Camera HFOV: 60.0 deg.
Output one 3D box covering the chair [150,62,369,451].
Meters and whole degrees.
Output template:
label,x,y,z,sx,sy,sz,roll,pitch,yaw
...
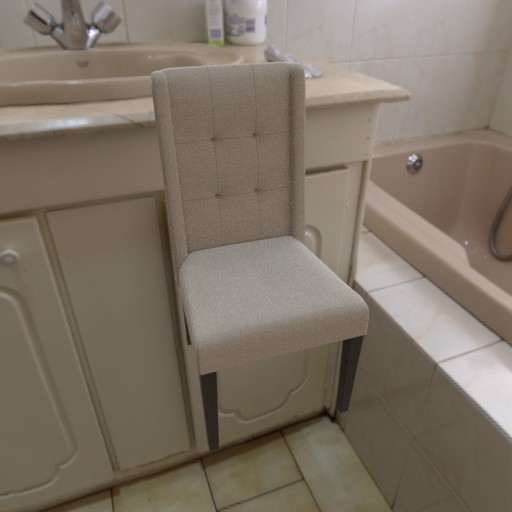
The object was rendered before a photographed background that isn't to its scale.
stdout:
label,x,y,z,sx,sy,sz,roll,pitch,yaw
chair,0.000,0.000,1.288,0.474,0.961,0.523,-10,34,-16
